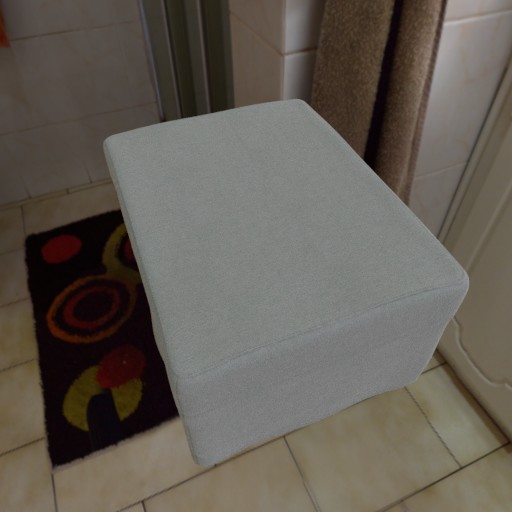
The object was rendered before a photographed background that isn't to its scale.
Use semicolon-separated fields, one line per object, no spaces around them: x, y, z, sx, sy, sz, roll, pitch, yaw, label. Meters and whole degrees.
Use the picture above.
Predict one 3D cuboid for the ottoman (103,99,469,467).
0.000;0.000;1.235;0.648;0.461;0.833;-16;49;-15;ottoman
